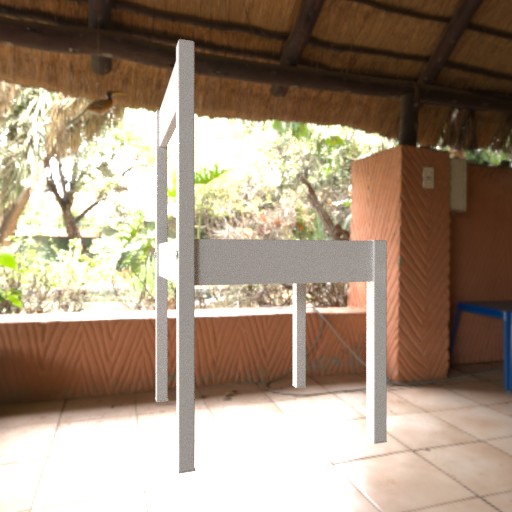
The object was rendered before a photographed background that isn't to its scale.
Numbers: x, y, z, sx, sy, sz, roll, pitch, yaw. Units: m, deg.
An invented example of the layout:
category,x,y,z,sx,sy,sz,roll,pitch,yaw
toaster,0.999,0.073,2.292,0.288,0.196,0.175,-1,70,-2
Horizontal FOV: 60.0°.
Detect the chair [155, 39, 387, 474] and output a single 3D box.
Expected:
category,x,y,z,sx,sy,sz,roll,pitch,yaw
chair,0.000,0.000,0.692,0.285,0.505,0.285,0,0,-18
